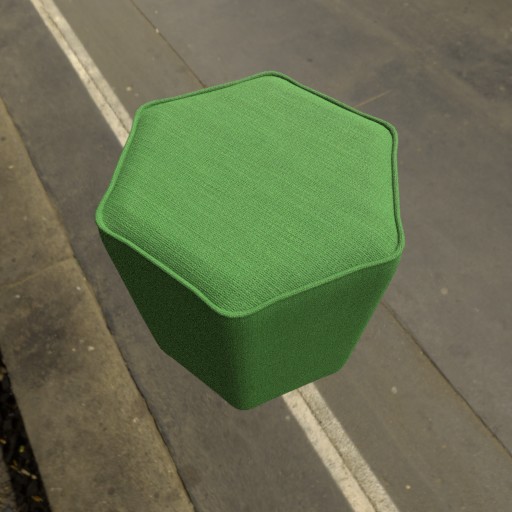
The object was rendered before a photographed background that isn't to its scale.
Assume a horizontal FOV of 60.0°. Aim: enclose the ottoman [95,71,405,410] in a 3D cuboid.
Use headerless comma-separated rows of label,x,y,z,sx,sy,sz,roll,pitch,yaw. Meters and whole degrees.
ottoman,0.000,0.000,0.876,0.499,0.507,0.444,33,63,19
